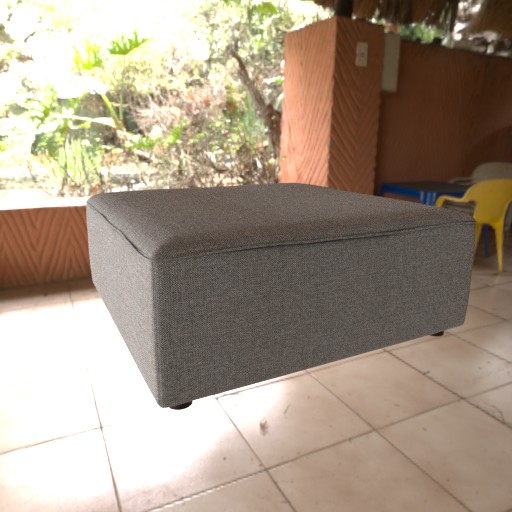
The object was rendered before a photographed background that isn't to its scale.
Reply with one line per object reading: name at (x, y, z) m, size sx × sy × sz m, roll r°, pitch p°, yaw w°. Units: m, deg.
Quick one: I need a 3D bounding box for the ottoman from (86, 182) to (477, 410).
ottoman at (0.000, 0.000, 1.579) m, size 1.023 × 0.423 × 1.017 m, roll -8°, pitch 17°, yaw -26°
